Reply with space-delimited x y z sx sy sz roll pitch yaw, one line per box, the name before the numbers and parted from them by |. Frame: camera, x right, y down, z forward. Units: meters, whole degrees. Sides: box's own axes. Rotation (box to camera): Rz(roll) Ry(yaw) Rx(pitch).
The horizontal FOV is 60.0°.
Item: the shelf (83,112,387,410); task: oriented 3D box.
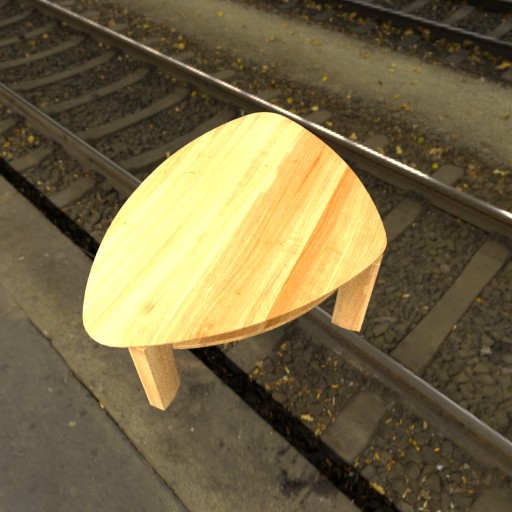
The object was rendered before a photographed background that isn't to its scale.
shelf | 0.000 0.000 1.633 0.863 0.439 1.240 17 49 15
